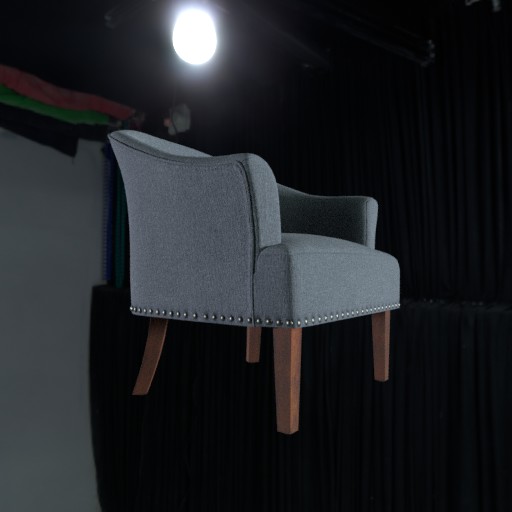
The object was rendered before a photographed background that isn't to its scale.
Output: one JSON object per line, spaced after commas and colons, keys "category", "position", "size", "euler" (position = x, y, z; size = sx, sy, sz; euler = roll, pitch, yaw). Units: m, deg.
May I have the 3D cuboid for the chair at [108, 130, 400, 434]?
{"category": "chair", "position": [0.000, 0.000, 1.408], "size": [0.704, 0.815, 0.798], "euler": [-2, -3, 36]}
